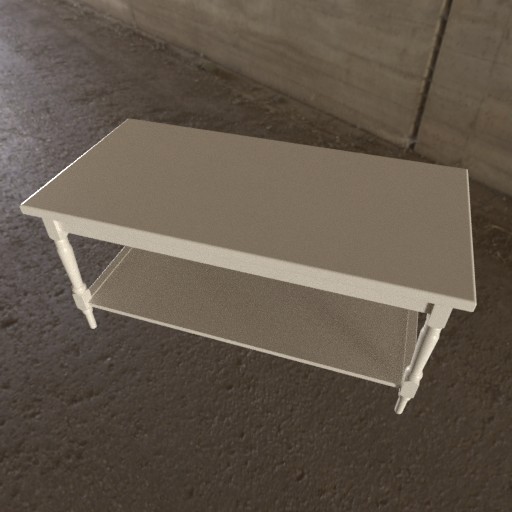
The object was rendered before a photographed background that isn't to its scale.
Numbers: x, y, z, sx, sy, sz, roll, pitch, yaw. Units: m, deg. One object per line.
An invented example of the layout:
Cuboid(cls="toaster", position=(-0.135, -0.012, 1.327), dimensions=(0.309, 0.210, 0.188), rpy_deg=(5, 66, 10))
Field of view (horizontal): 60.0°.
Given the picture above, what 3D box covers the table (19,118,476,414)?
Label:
Cuboid(cls="table", position=(0.000, 0.000, 1.377), dimensions=(1.107, 0.510, 0.550), rpy_deg=(12, 43, 13))
